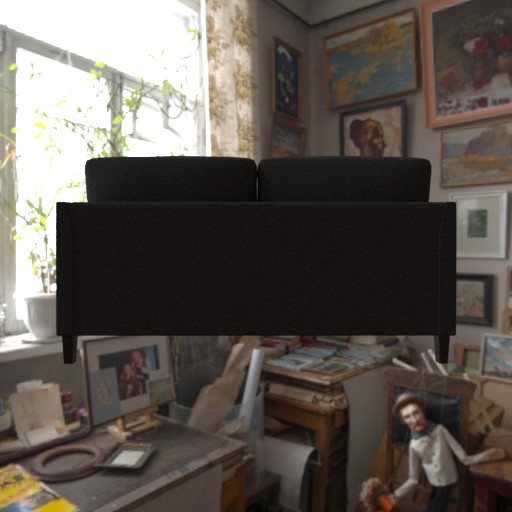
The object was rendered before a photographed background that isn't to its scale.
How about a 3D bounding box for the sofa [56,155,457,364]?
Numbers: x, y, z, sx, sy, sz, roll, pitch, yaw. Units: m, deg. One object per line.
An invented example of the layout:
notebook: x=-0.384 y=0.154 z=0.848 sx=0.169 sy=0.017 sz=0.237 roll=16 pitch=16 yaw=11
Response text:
sofa: x=0.000 y=0.000 z=2.355 sx=1.751 sy=0.920 sz=0.969 roll=0 pitch=0 yaw=0
